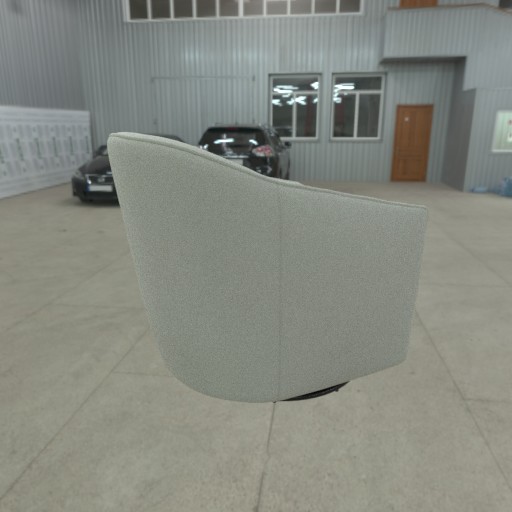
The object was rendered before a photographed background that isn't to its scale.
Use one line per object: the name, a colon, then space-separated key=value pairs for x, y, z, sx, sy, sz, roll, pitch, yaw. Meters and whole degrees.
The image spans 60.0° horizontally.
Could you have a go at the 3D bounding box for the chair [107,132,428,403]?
chair: x=0.000 y=0.000 z=1.478 sx=0.875 sy=0.799 sz=0.747 roll=-8 pitch=18 yaw=-26
